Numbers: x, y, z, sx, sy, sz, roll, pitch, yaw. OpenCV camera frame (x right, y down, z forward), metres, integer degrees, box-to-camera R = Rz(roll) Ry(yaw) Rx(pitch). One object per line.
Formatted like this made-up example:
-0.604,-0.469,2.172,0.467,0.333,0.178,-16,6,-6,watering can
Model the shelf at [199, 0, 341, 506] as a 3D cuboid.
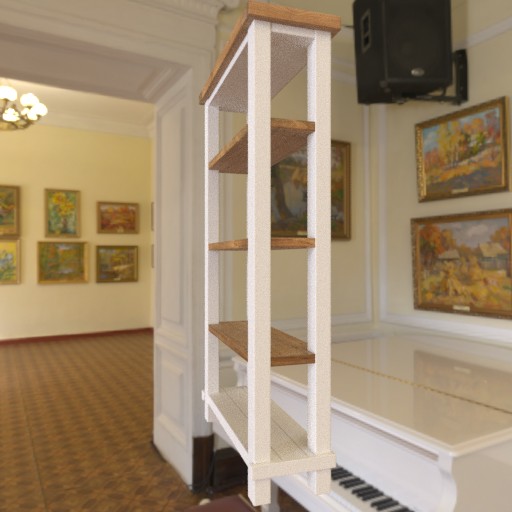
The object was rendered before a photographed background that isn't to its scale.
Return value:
0.000,0.000,2.167,0.381,1.878,1.022,0,0,-18,shelf
